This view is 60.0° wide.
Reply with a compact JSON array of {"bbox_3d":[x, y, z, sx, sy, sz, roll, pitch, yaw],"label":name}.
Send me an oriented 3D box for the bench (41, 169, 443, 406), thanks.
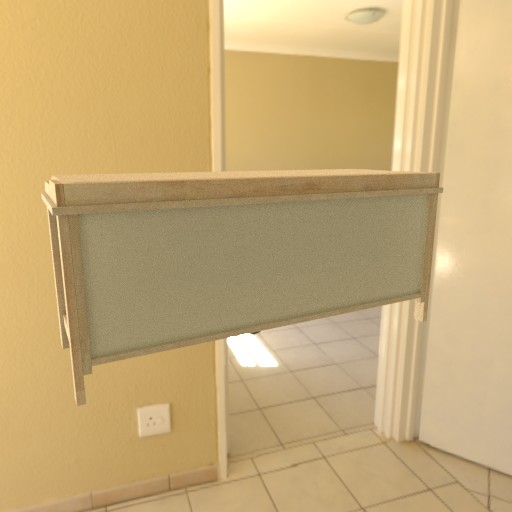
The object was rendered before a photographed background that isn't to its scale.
[{"bbox_3d":[0.000,0.000,1.367,1.140,0.501,0.398,-7,15,-27],"label":"bench"}]
